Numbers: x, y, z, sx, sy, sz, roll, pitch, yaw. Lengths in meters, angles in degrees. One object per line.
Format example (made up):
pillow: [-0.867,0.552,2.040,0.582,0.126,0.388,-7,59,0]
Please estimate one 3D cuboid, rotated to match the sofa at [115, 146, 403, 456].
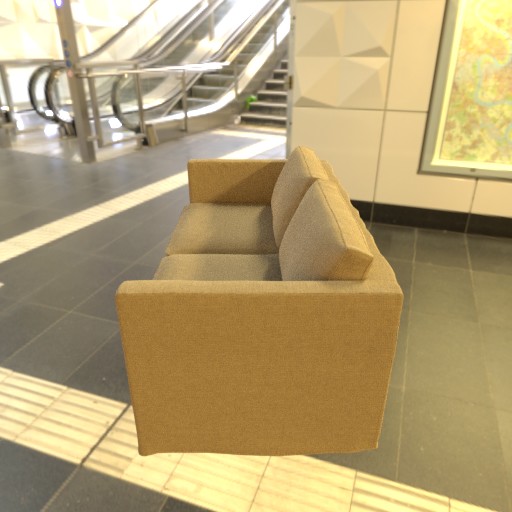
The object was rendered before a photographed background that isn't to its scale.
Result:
sofa: [0.000,0.000,2.284,0.956,0.828,1.766,0,26,0]
